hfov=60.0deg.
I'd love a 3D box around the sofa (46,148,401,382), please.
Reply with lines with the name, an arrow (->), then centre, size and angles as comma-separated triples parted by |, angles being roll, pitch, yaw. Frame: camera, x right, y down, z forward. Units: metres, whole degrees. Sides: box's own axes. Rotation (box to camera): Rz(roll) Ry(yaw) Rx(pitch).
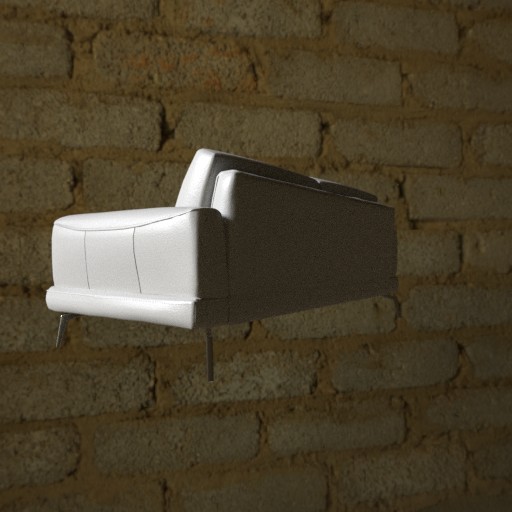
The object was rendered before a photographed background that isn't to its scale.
sofa -> 0.000, 0.000, 2.755 | 1.121, 0.930, 2.177 | 0, 0, 37
